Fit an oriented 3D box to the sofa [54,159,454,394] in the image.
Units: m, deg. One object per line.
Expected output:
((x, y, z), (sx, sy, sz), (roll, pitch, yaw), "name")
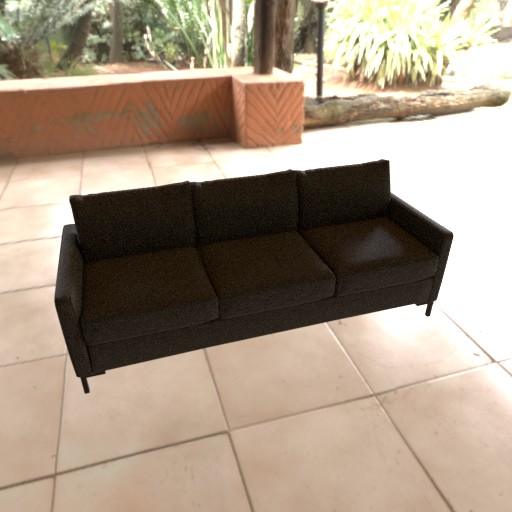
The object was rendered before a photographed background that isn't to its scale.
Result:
((0.000, 0.000, 2.760), (2.253, 0.879, 0.876), (-9, 32, -15), "sofa")
